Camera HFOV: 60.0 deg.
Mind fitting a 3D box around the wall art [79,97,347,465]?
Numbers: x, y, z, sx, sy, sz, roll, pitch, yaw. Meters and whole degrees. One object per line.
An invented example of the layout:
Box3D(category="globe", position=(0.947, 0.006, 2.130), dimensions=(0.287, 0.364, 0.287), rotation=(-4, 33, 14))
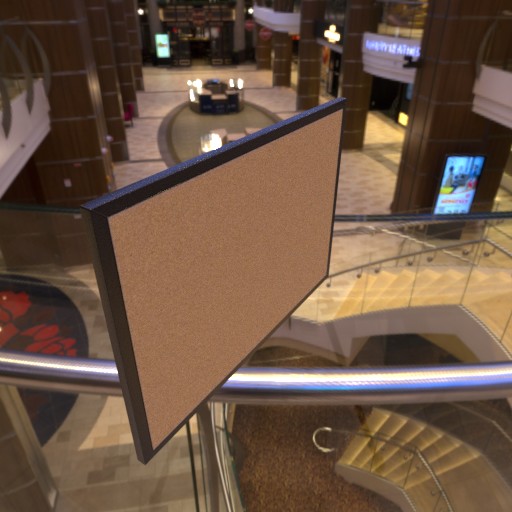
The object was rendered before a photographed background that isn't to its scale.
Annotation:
Box3D(category="wall art", position=(0.000, 0.000, 0.557), dimensions=(0.013, 0.306, 0.440), rotation=(20, 37, 29))
